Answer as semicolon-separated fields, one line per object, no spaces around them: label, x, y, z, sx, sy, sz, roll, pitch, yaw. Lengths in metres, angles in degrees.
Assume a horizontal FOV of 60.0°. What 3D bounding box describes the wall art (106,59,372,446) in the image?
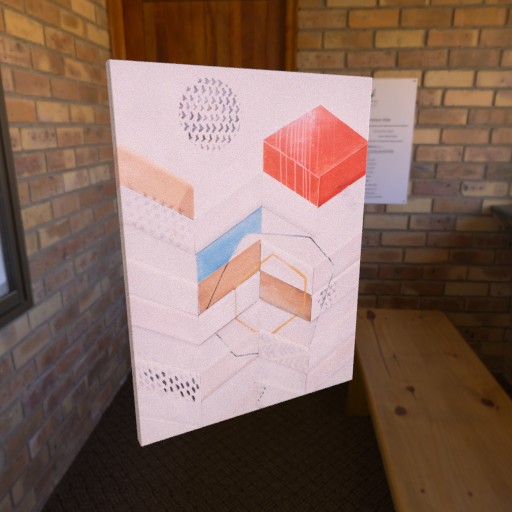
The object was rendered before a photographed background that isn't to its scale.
wall art;0.000;0.000;1.305;0.759;1.014;0.045;-8;18;-26
